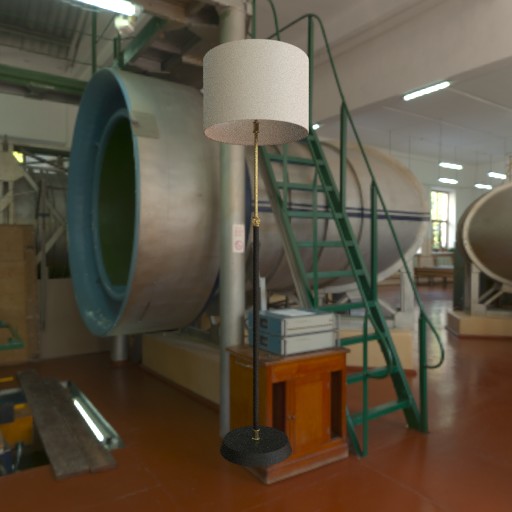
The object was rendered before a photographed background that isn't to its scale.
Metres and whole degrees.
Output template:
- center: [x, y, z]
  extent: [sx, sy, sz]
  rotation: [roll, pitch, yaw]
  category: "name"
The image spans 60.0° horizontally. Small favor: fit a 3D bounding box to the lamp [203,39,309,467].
- center: [0.000, 0.000, 1.725]
  extent: [0.404, 1.517, 0.404]
  rotation: [0, 1, 0]
  category: "lamp"
